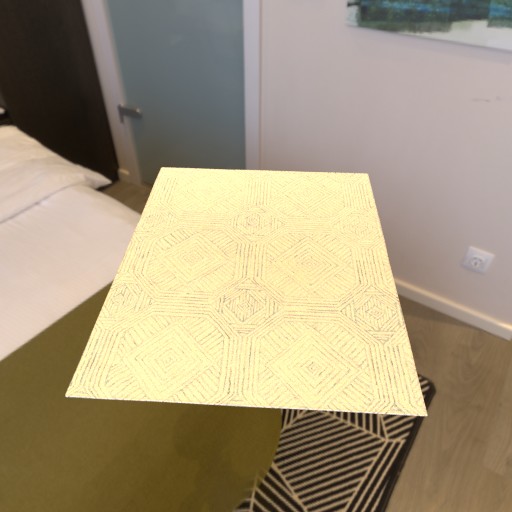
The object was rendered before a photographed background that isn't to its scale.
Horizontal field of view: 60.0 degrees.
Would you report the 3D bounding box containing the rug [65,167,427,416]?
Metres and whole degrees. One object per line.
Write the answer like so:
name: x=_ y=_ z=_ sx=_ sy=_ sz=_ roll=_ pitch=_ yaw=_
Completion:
rug: x=0.000 y=0.000 z=4.123 sx=2.457 sy=0.015 sz=3.049 roll=2 pitch=42 yaw=3
